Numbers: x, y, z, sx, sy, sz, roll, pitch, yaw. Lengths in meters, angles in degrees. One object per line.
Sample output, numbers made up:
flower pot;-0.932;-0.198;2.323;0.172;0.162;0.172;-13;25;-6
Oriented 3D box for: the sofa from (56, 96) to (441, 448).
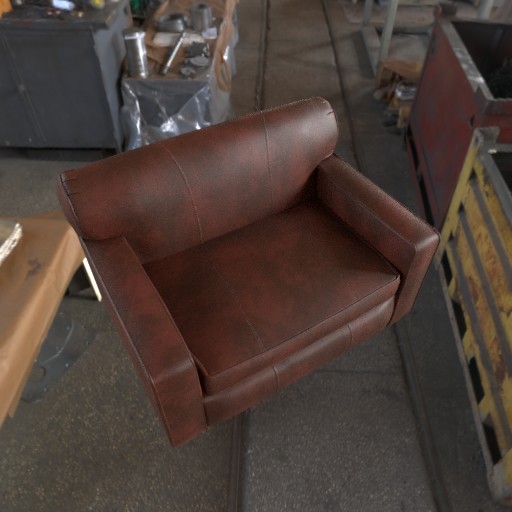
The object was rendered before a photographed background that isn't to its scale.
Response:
sofa;0.000;0.000;2.091;1.413;0.956;1.000;-23;50;-21
